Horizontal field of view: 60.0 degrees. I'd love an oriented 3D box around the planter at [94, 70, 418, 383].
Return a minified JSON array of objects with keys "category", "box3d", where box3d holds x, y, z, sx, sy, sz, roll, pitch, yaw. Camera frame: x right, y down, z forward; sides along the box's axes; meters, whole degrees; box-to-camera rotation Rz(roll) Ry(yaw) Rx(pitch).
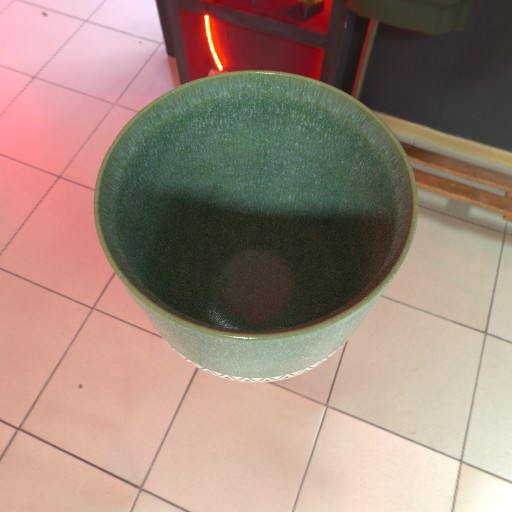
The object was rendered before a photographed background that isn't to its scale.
[{"category":"planter","box3d":[0.000,0.000,0.486,0.266,0.270,0.266,0,63,0]}]
